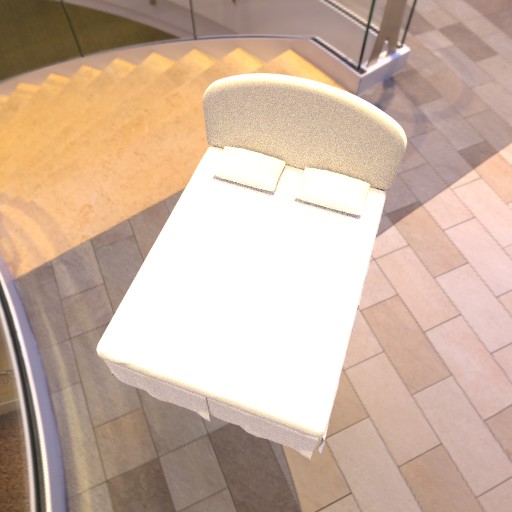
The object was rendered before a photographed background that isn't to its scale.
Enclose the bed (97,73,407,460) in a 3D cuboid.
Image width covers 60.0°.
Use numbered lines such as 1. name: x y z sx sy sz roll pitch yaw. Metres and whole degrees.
1. bed: 0.000 0.000 3.027 1.607 1.410 2.005 17 60 10
